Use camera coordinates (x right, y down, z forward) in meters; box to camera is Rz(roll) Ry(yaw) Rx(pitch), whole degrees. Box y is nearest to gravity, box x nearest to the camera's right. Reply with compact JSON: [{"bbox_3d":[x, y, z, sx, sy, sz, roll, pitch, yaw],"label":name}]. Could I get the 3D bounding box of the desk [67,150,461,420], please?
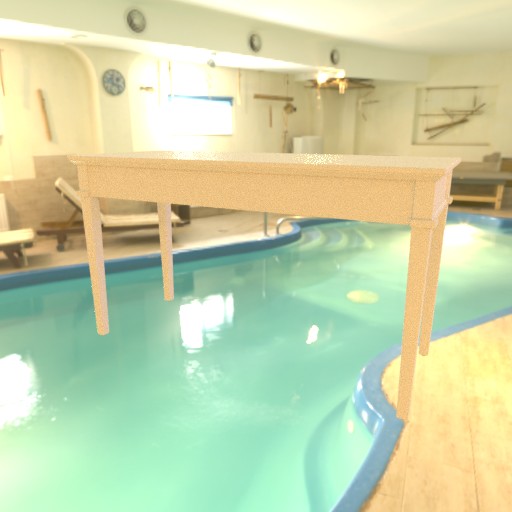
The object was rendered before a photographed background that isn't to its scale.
[{"bbox_3d":[0.000,0.000,1.765,1.372,0.774,0.559,8,18,27],"label":"desk"}]
